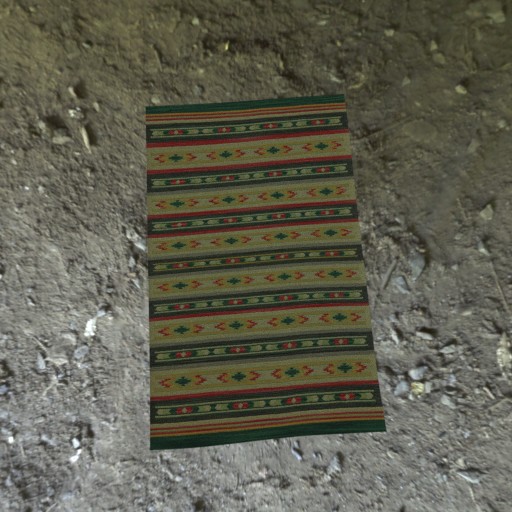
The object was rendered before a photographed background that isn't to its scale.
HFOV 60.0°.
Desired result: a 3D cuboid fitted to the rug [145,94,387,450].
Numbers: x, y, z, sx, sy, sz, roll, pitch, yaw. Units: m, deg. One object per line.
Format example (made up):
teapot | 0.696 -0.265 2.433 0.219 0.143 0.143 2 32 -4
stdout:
rug | 0.000 0.000 3.105 1.520 0.011 2.447 -4 77 -1
